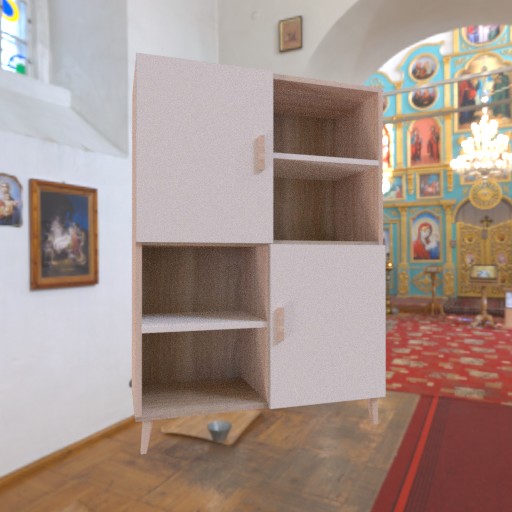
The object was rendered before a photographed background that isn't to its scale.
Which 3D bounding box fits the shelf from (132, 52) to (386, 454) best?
[{"bbox_3d":[0.000,0.000,1.869,0.995,1.405,0.434,0,0,-17],"label":"shelf"}]
